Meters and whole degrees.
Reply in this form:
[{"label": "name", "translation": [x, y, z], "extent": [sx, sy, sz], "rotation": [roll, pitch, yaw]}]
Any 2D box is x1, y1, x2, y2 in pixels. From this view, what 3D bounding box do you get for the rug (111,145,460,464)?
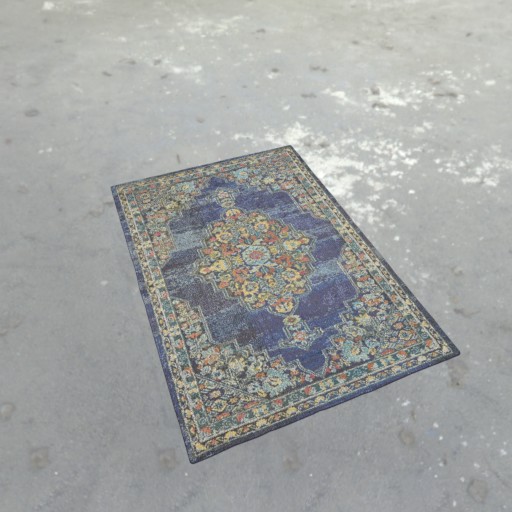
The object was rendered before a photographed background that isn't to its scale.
[{"label": "rug", "translation": [0.000, 0.000, 3.888], "extent": [2.053, 0.011, 2.940], "rotation": [-17, 49, -15]}]
